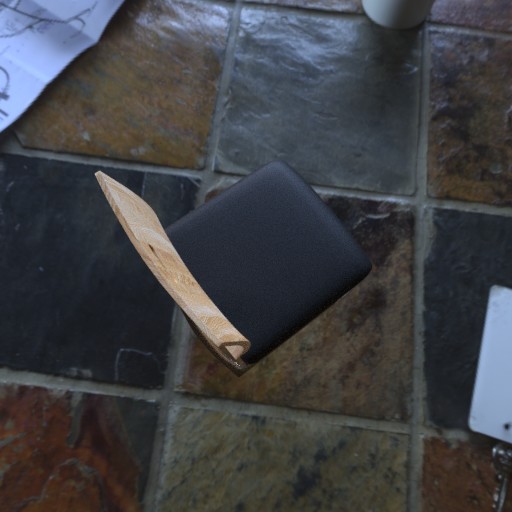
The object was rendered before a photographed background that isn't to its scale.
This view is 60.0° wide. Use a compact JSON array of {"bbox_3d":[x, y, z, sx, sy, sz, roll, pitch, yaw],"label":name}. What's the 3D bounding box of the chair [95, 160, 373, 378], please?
[{"bbox_3d":[0.000,0.000,1.229,0.560,0.936,0.462,-36,77,-9],"label":"chair"}]
